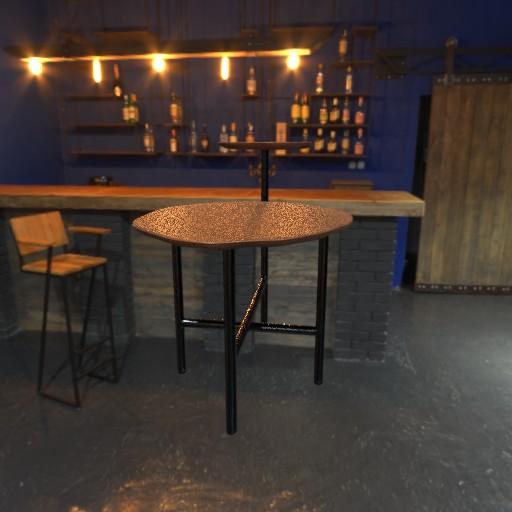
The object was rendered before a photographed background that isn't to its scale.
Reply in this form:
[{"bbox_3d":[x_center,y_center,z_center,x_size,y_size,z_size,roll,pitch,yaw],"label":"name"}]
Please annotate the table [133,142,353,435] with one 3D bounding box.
[{"bbox_3d":[0.000,0.000,1.082,0.442,0.538,0.759,2,15,9],"label":"table"}]
